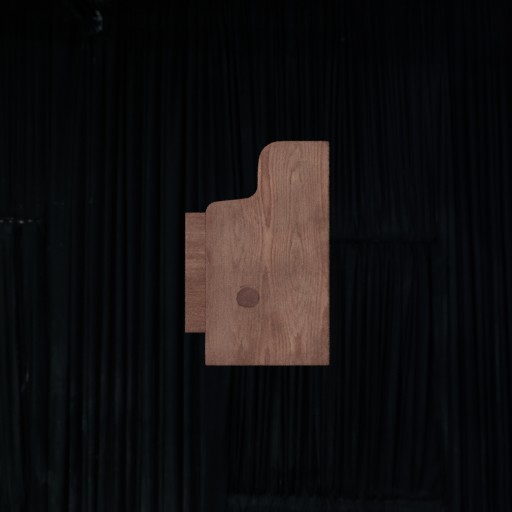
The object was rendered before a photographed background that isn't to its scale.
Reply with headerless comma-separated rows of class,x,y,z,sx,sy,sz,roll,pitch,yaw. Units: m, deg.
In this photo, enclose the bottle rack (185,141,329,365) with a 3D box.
bottle rack,0.000,0.000,0.692,0.126,0.196,0.608,0,0,0
